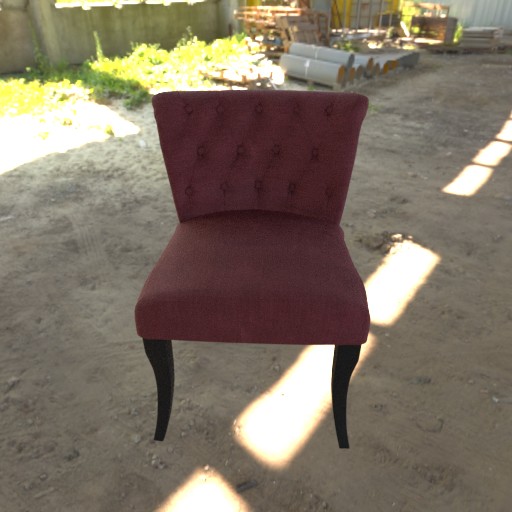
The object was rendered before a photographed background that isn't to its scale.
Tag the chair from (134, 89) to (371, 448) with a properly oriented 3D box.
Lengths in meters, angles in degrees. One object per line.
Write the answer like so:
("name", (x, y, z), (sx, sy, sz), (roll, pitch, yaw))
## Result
("chair", (0.000, 0.000, 1.178), (0.582, 0.750, 0.605), (1, 31, 2))
